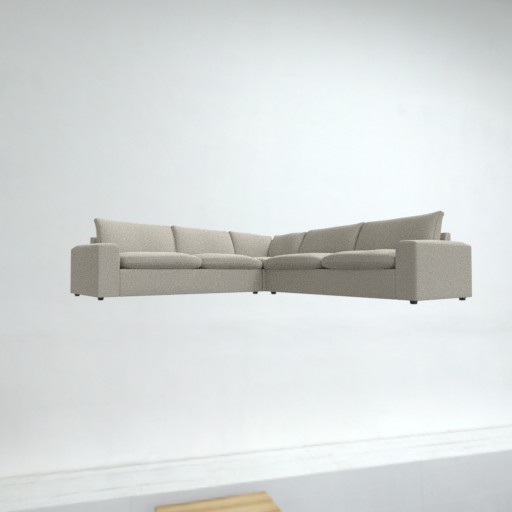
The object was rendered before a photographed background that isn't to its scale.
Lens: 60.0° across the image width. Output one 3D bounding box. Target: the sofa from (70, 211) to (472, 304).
[{"bbox_3d":[0.000,0.000,4.858,3.066,0.918,3.206,1,-2,-37],"label":"sofa"}]
